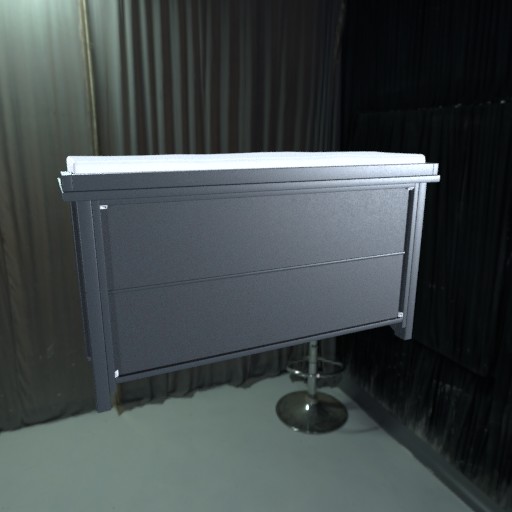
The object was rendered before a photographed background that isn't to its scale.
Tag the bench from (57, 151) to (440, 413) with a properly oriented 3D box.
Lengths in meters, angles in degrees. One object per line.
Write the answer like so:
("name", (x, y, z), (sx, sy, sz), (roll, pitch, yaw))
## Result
("bench", (0.000, 0.000, 1.247), (0.973, 0.561, 0.345), (-7, 16, -24))
